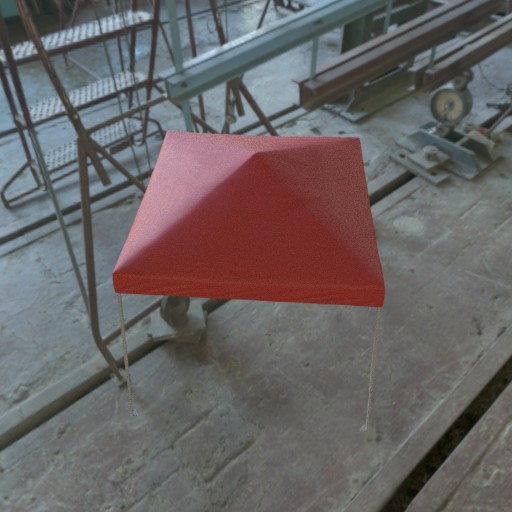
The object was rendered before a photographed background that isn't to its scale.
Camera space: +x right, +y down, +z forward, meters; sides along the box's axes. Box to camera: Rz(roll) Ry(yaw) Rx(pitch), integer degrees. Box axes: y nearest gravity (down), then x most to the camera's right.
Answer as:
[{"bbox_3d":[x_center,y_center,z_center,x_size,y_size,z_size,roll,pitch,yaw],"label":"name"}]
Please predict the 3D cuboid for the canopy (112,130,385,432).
[{"bbox_3d":[0.000,0.000,6.625,3.600,3.600,3.599,3,47,3],"label":"canopy"}]
